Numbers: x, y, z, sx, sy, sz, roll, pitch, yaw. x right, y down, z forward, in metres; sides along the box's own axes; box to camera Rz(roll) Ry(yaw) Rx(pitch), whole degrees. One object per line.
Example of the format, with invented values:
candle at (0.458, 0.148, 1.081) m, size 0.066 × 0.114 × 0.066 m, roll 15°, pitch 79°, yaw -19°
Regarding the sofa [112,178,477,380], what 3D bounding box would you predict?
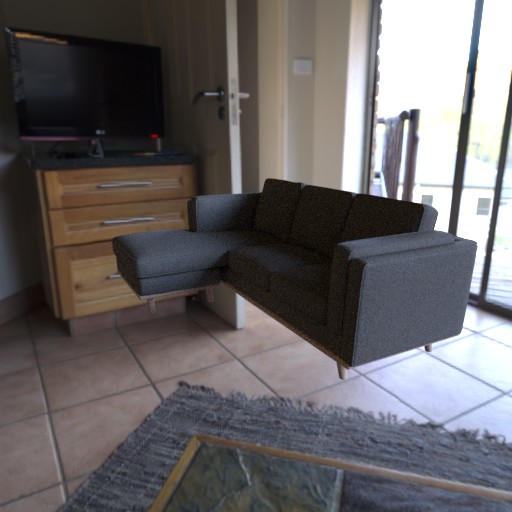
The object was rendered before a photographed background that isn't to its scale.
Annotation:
sofa at (0.000, 0.000, 3.195) m, size 1.604 × 0.929 × 2.411 m, roll -8°, pitch 17°, yaw -27°
